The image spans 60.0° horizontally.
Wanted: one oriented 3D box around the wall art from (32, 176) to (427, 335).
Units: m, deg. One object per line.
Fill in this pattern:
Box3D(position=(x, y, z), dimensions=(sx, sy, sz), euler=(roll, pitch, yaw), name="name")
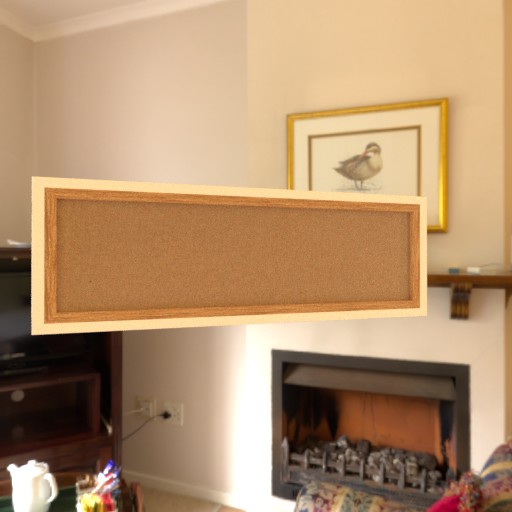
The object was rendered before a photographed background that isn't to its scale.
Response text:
Box3D(position=(0.000, 0.000, 1.671), dimensions=(1.520, 0.507, 0.044), euler=(0, 0, -18), name="wall art")
